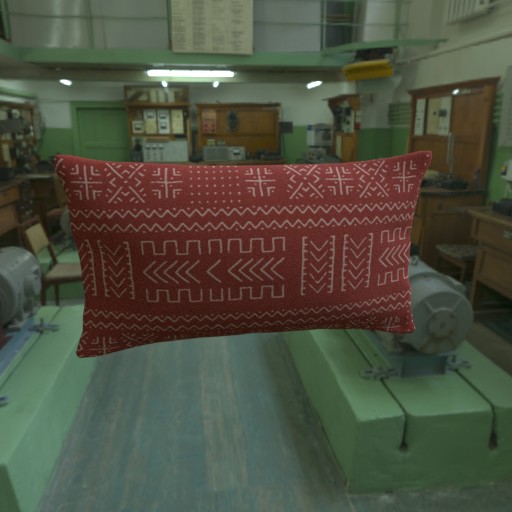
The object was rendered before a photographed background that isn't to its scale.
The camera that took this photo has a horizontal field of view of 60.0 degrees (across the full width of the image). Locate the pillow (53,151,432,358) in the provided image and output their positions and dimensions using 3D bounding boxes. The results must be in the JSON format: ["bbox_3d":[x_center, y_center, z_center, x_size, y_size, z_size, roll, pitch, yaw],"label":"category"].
[{"bbox_3d":[0.000,0.000,0.774,0.640,0.352,0.130,-3,17,-9],"label":"pillow"}]
